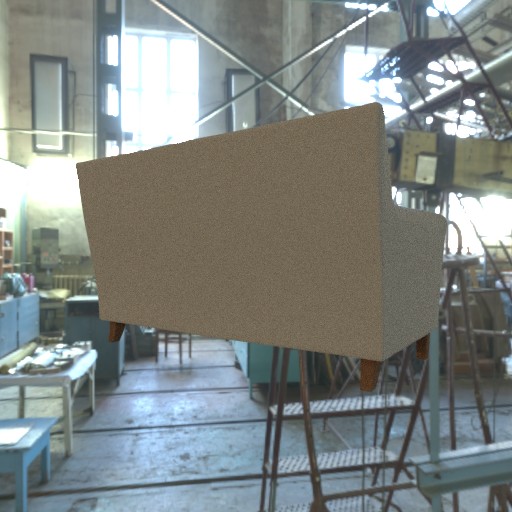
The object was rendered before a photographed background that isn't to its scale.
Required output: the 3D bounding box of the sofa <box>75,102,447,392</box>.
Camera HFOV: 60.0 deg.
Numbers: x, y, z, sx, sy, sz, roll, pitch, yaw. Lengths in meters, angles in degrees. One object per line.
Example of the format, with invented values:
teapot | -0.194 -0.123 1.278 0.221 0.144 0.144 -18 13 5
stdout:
sofa | 0.000 0.000 2.025 1.482 0.890 0.888 0 1 36
